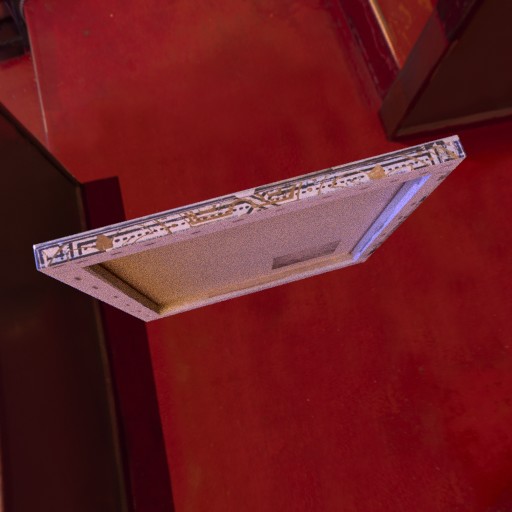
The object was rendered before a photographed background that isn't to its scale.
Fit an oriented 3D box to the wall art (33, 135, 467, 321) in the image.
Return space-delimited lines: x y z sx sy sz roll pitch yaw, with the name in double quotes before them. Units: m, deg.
"wall art" 0.000 0.000 0.901 0.609 0.607 0.036 -15 76 -4
